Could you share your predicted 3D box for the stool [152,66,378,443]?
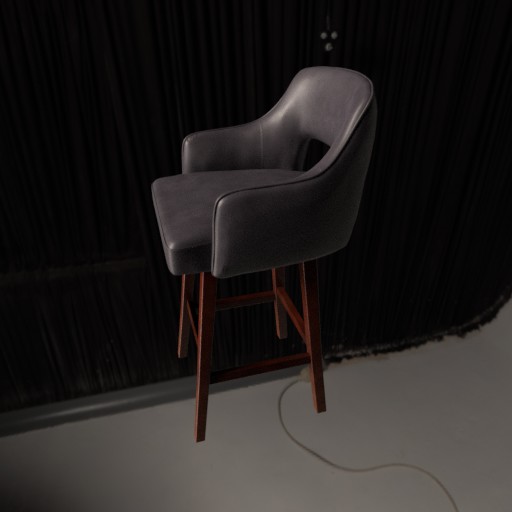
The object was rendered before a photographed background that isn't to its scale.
[{"bbox_3d":[0.000,0.000,1.362,0.560,1.041,0.550,-8,31,-14],"label":"stool"}]
